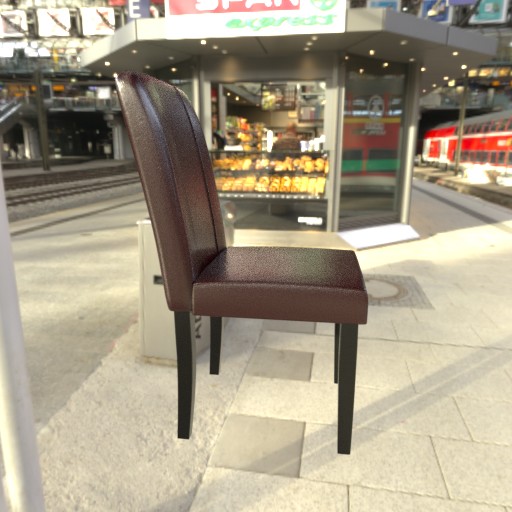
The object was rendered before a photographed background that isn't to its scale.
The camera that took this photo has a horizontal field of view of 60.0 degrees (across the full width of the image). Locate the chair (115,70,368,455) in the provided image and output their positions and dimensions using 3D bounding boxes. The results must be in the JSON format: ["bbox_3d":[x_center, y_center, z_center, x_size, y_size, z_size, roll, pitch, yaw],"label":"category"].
[{"bbox_3d":[0.000,0.000,1.186,0.556,0.897,0.399,2,14,8],"label":"chair"}]
